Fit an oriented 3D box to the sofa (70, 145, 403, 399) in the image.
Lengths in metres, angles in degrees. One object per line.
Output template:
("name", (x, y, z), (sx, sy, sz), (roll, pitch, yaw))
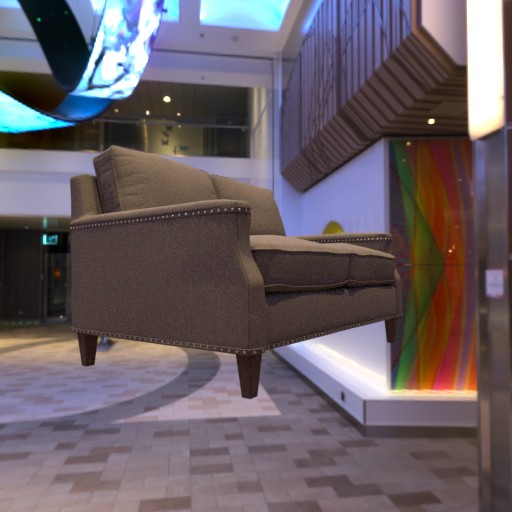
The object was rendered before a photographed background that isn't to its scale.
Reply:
("sofa", (0.000, 0.000, 2.341), (1.084, 1.003, 1.597), (-2, -3, 35))
